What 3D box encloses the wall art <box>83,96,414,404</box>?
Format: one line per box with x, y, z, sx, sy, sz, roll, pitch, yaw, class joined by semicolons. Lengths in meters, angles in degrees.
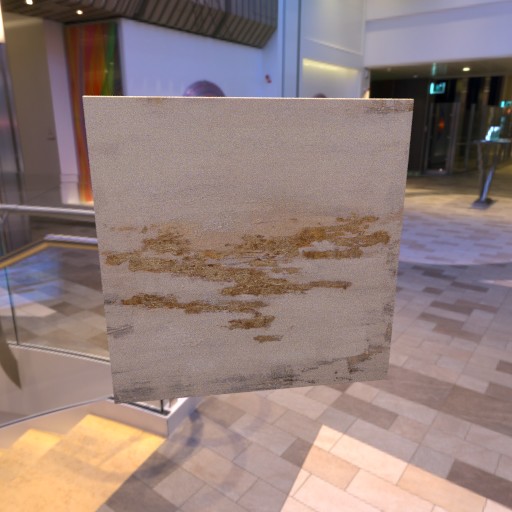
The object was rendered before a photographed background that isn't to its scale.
0.000;0.000;0.912;0.611;0.613;0.040;-3;17;-9;wall art
